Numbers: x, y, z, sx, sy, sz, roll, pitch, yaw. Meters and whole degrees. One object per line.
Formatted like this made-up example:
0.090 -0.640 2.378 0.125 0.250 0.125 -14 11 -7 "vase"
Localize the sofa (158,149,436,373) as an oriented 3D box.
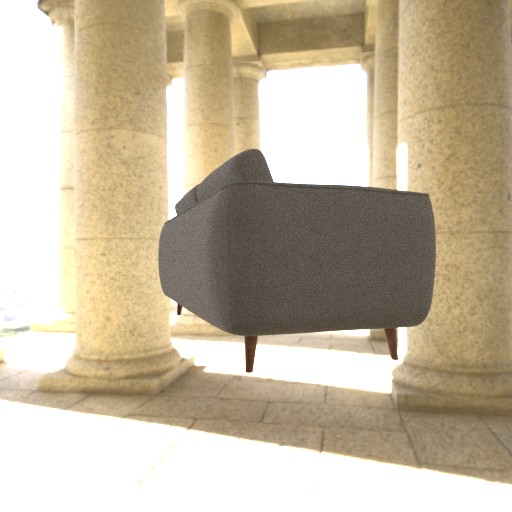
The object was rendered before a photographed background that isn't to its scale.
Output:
0.000 0.000 2.513 0.920 0.850 2.000 0 0 -18 "sofa"
